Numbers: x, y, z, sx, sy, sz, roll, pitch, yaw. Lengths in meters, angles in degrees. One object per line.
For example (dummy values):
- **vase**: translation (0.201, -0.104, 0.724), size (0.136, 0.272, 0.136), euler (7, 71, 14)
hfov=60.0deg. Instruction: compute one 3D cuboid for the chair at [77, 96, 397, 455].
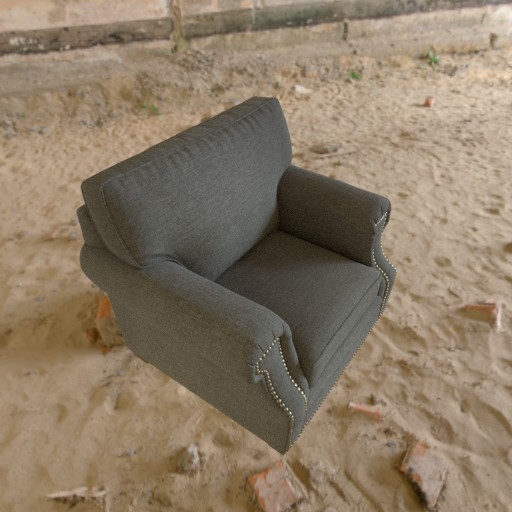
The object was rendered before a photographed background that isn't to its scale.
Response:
- **chair**: translation (0.000, 0.000, 1.856), size (0.965, 0.961, 1.092), euler (25, 46, 27)
